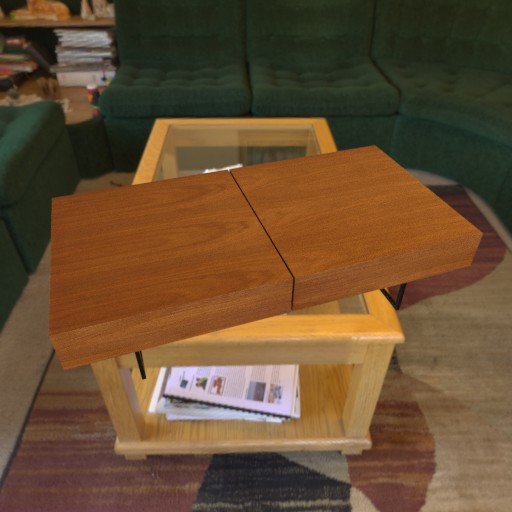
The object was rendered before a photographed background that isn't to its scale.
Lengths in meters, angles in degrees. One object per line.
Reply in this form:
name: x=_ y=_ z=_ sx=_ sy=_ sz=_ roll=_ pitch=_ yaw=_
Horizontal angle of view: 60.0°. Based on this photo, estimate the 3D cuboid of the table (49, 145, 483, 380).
table: x=0.000 y=0.000 z=1.473 sx=1.194 sy=0.330 sz=0.610 roll=-12 pitch=41 yaw=-14
